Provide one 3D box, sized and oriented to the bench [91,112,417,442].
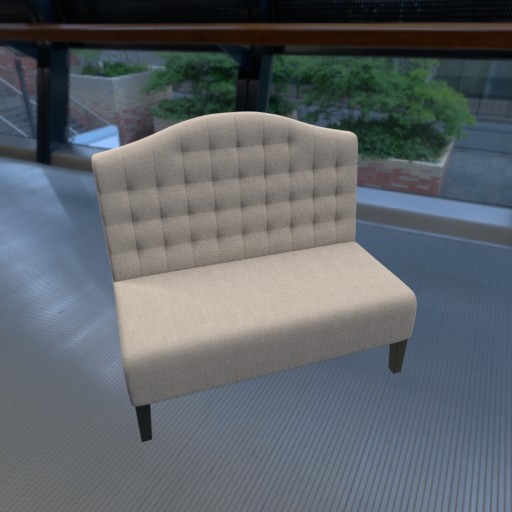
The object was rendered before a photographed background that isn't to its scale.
[{"bbox_3d":[0.000,0.000,2.103,1.335,1.180,0.815,-10,31,-16],"label":"bench"}]
